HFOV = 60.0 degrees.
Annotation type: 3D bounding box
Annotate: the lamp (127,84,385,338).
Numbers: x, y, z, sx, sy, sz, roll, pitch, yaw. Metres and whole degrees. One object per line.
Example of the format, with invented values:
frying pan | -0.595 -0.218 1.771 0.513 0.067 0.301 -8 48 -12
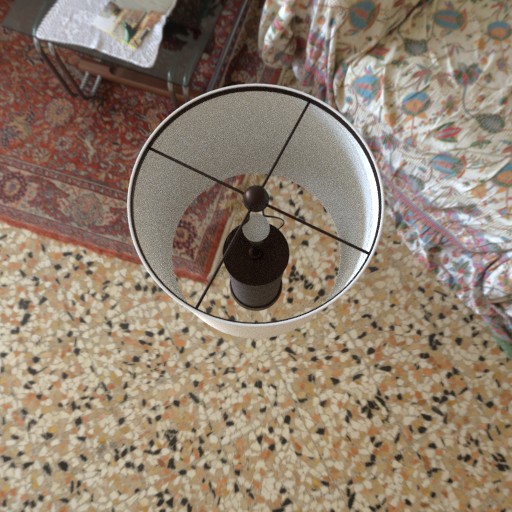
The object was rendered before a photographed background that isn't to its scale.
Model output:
lamp | 0.000 0.000 0.811 0.301 0.630 0.301 -17 77 -4
